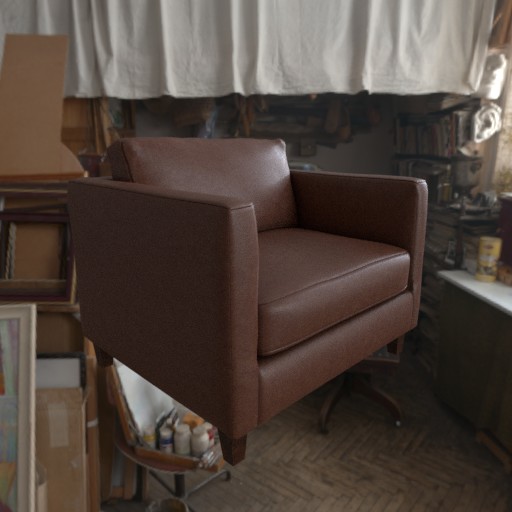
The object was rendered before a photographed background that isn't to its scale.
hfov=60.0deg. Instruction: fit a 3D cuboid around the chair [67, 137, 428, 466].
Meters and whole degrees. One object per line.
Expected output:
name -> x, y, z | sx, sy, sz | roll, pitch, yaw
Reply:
chair -> 0.000, 0.000, 1.767 | 0.959, 0.917, 1.107 | 14, 21, 43
